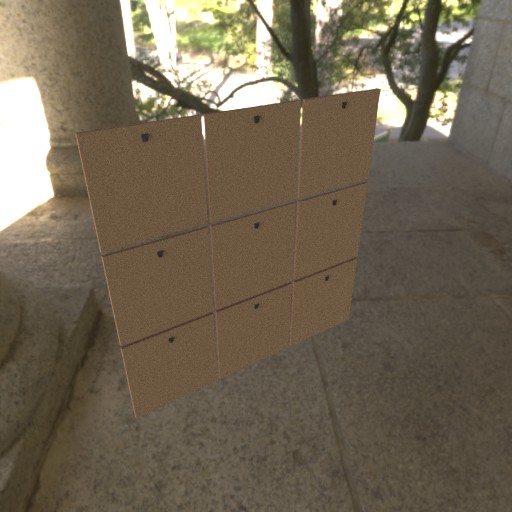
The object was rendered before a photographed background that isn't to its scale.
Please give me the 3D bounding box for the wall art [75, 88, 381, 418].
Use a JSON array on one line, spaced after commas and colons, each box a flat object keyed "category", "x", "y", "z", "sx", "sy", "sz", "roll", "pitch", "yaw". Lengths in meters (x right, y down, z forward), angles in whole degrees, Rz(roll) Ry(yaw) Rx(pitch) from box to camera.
[{"category": "wall art", "x": 0.000, "y": 0.000, "z": 1.862, "sx": 1.221, "sy": 1.218, "sz": 0.019, "roll": -18, "pitch": 36, "yaw": -28}]
